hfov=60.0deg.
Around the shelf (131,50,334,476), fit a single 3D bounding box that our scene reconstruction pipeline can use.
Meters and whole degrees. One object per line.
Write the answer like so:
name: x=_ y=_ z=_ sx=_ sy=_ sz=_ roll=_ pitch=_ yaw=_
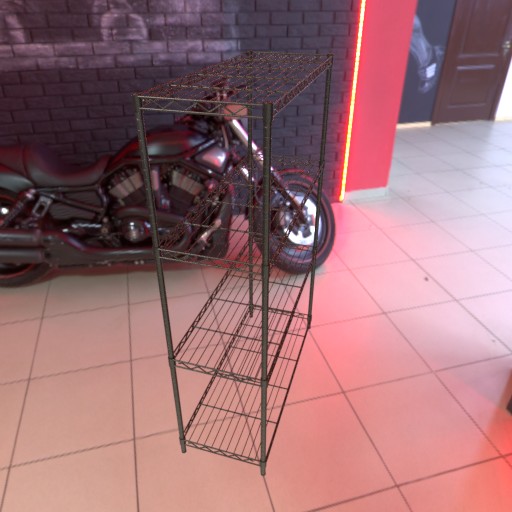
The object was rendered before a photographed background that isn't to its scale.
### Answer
shelf: x=0.000 y=0.000 z=1.730 sx=0.352 sy=1.361 sz=0.907 roll=9 pitch=32 yaw=15
